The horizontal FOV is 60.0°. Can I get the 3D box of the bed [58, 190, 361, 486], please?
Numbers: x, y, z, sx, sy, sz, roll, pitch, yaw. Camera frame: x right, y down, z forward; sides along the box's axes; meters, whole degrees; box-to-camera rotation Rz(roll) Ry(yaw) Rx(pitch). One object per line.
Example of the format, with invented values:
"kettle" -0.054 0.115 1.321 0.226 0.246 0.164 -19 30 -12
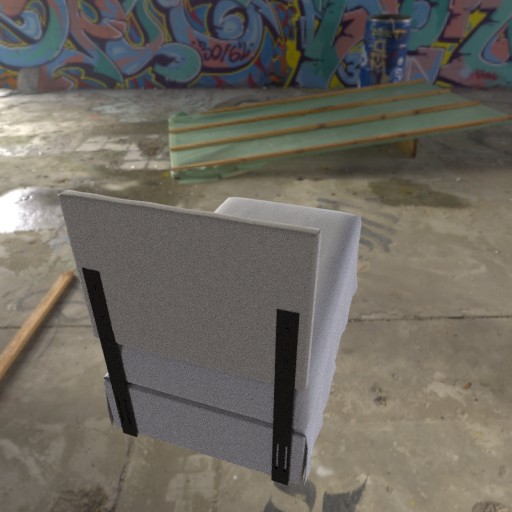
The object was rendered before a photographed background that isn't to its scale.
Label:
"bed" 0.000 0.000 2.928 1.261 1.571 1.997 10 34 16
